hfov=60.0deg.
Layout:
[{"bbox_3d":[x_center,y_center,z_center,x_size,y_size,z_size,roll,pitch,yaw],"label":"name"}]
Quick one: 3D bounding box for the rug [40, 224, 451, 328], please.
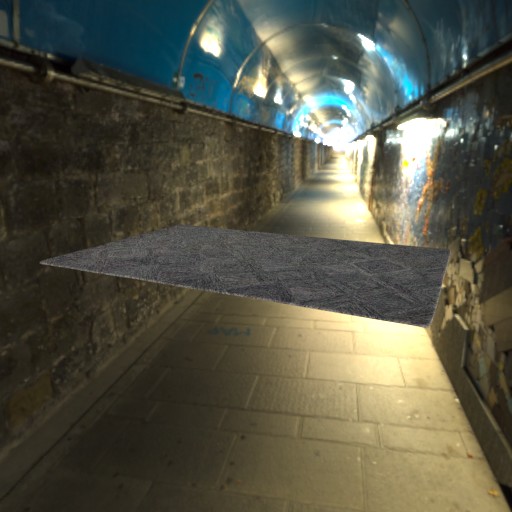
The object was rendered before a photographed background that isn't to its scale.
[{"bbox_3d":[0.000,0.000,2.229,1.752,0.013,1.158,7,16,25],"label":"rug"}]
